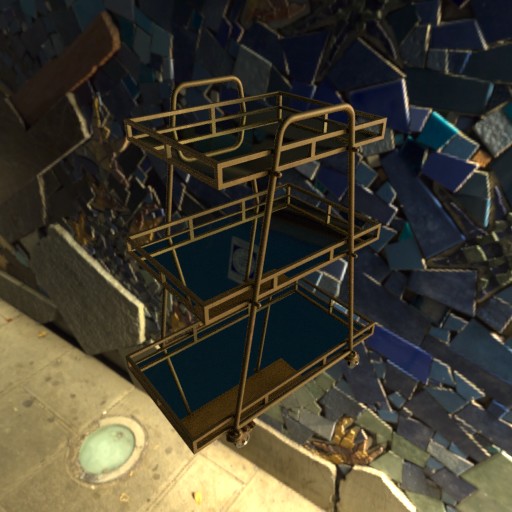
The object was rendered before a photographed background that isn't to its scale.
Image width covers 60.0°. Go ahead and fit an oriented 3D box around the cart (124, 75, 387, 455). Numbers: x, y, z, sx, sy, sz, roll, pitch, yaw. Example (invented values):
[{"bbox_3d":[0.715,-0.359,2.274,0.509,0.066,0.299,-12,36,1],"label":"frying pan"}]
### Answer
[{"bbox_3d":[0.000,0.000,1.243,0.711,0.883,0.441,-23,39,-32],"label":"cart"}]
